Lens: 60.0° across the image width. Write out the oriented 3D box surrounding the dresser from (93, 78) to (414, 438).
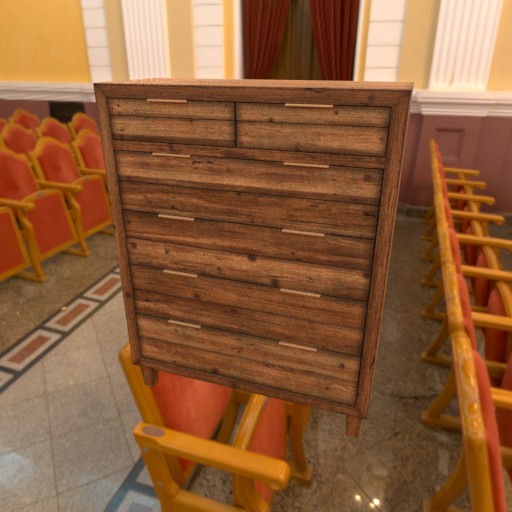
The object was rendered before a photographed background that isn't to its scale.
[{"bbox_3d":[0.000,0.000,1.862,1.067,1.359,0.438,8,25,17],"label":"dresser"}]
